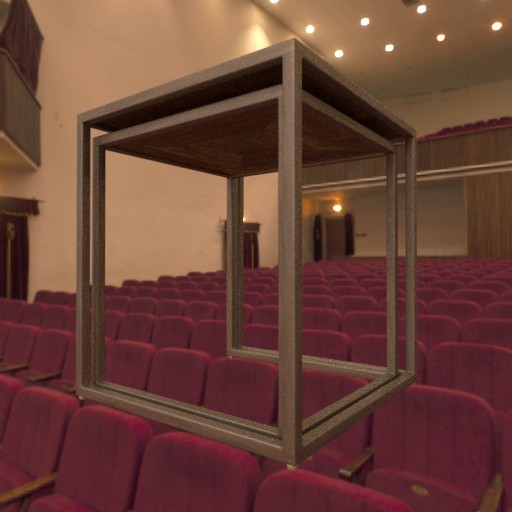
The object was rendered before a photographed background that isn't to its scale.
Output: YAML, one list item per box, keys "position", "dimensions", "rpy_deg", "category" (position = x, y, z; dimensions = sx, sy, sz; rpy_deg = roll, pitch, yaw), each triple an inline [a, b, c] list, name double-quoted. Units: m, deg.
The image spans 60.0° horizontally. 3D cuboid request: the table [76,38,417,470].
- position: [0.000, 0.000, 0.819]
  dimensions: [0.449, 0.500, 0.450]
  rpy_deg: [0, -1, 37]
  category: "table"
